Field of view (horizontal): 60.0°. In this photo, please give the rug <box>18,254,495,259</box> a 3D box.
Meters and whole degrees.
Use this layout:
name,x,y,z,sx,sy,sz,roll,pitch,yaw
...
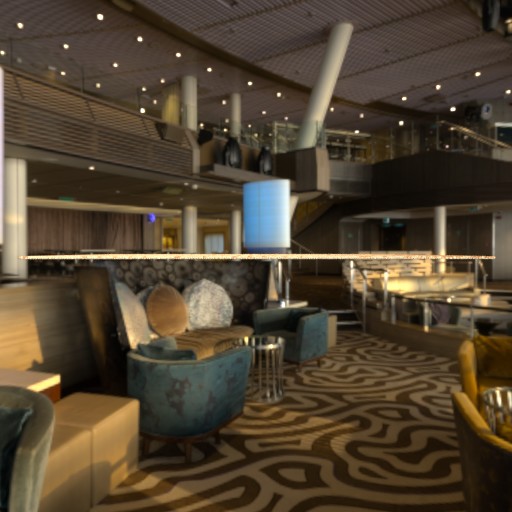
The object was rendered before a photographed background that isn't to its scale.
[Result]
name,x,y,z,sx,sy,sz,roll,pitch,yaw
rug,0.000,0.000,2.302,1.829,0.011,1.219,0,1,-1
